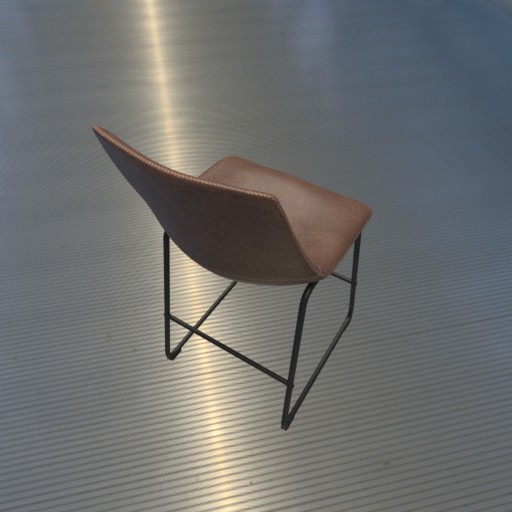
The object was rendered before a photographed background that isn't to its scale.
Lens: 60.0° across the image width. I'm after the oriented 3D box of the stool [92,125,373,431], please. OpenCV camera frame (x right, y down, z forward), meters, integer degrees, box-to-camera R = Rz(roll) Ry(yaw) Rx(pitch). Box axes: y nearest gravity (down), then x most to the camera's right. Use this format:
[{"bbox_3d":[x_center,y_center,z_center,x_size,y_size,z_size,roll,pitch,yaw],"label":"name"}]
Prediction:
[{"bbox_3d":[0.000,0.000,1.168,0.460,0.890,0.550,25,52,21],"label":"stool"}]
